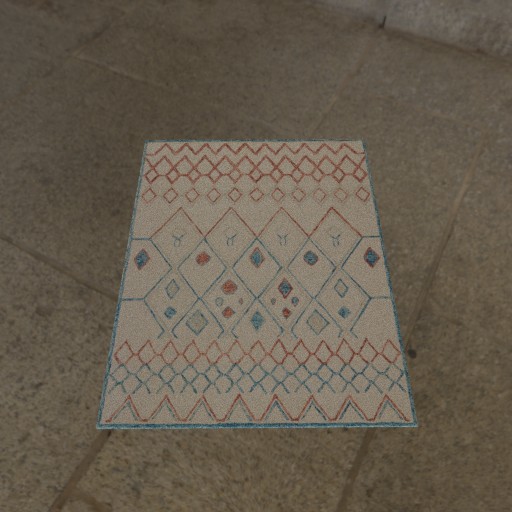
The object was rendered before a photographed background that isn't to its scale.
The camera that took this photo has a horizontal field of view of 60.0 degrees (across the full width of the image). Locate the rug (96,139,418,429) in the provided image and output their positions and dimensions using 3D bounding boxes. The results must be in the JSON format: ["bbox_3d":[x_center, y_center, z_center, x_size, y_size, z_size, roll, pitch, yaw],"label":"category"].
[{"bbox_3d":[0.000,0.000,4.153,2.441,0.016,3.050,0,58,0],"label":"rug"}]
